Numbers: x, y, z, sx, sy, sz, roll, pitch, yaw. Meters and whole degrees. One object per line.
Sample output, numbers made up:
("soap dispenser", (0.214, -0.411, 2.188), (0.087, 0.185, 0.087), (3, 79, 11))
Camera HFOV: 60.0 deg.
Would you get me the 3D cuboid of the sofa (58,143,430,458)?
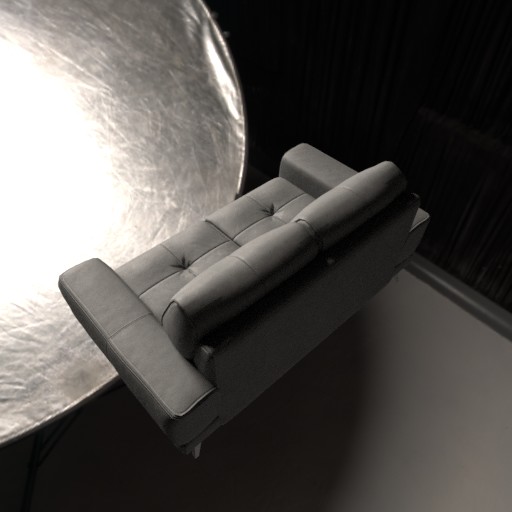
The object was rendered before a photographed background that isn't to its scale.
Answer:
("sofa", (0.000, 0.000, 2.390), (1.806, 0.907, 1.018), (-34, 55, -27))
